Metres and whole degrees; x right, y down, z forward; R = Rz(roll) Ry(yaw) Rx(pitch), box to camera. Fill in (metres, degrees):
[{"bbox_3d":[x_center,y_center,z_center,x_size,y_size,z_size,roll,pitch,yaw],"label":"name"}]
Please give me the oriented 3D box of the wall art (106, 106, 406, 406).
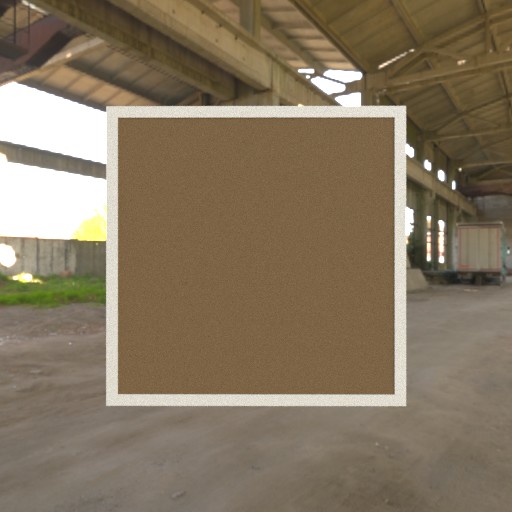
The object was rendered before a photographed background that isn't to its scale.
[{"bbox_3d":[0.000,0.000,1.208,0.812,0.812,0.015,0,0,0],"label":"wall art"}]
